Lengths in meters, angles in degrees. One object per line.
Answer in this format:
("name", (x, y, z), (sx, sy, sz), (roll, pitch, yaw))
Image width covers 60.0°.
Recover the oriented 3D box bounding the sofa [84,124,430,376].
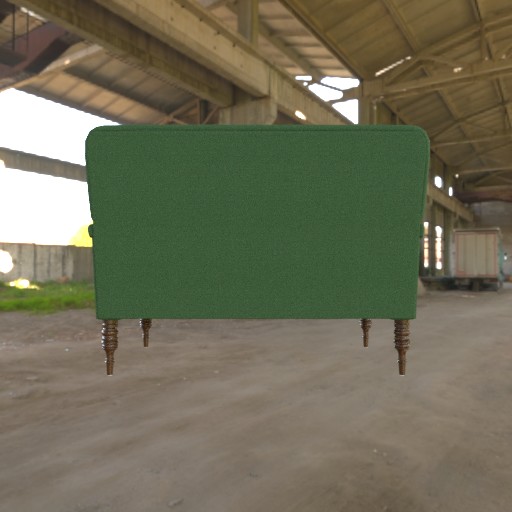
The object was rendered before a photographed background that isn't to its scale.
("sofa", (0.000, 0.000, 1.881), (1.297, 0.889, 0.779), (0, -1, 0))
